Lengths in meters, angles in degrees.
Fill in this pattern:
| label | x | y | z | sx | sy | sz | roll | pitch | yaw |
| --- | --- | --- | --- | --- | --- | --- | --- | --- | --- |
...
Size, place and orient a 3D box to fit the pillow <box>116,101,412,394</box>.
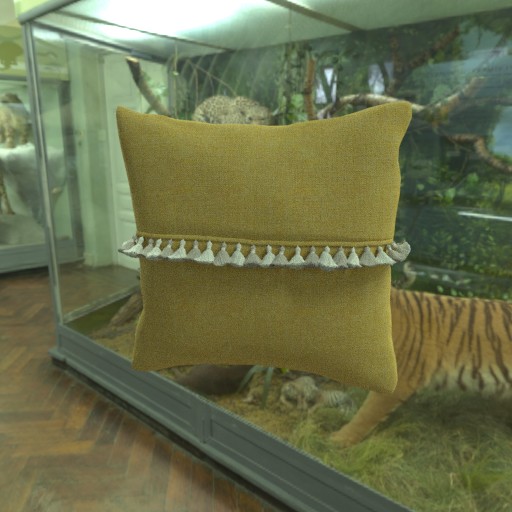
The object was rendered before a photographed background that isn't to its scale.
| label | x | y | z | sx | sy | sz | roll | pitch | yaw |
| --- | --- | --- | --- | --- | --- | --- | --- | --- | --- |
| pillow | 0.000 | 0.000 | 0.732 | 0.485 | 0.481 | 0.167 | 2 | 14 | 9 |
